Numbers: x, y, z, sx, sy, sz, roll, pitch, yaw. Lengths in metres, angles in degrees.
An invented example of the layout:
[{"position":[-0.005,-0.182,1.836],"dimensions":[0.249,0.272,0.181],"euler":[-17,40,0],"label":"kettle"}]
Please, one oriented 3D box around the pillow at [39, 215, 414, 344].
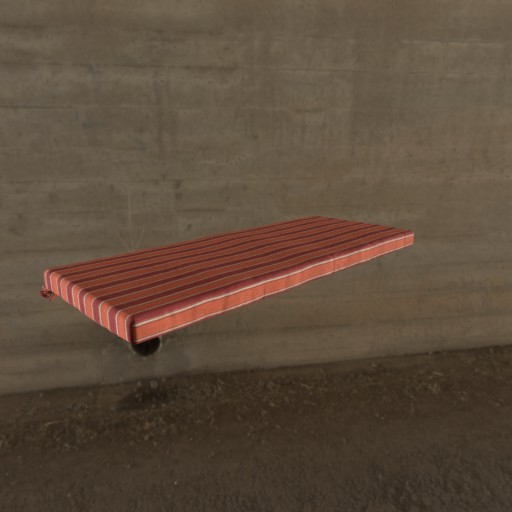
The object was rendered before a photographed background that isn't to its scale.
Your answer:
[{"position":[0.000,0.000,1.391],"dimensions":[1.187,0.081,0.492],"euler":[-15,21,-43],"label":"pillow"}]
